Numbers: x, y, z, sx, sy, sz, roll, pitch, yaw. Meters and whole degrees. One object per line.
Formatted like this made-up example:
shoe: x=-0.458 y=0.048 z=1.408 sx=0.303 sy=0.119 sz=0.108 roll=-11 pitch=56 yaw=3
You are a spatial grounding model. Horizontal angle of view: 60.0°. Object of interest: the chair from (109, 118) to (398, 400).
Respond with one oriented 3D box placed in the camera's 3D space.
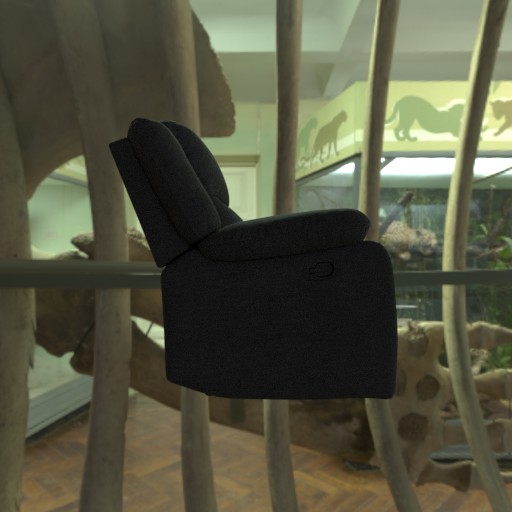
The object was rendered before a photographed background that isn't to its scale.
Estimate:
chair: x=0.000 y=0.000 z=1.802 sx=0.944 sy=1.008 sz=0.899 roll=0 pitch=0 yaw=0
